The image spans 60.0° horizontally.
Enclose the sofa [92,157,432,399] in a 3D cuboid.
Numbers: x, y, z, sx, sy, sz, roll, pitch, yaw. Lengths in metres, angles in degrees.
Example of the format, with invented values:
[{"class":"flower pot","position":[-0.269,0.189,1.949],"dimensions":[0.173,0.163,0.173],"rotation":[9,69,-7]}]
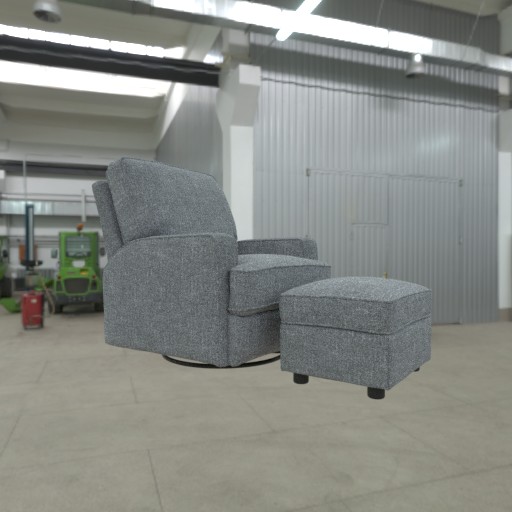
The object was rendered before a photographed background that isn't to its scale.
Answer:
[{"class":"sofa","position":[0.000,0.000,2.076],"dimensions":[1.472,0.959,0.861],"rotation":[0,1,35]}]
